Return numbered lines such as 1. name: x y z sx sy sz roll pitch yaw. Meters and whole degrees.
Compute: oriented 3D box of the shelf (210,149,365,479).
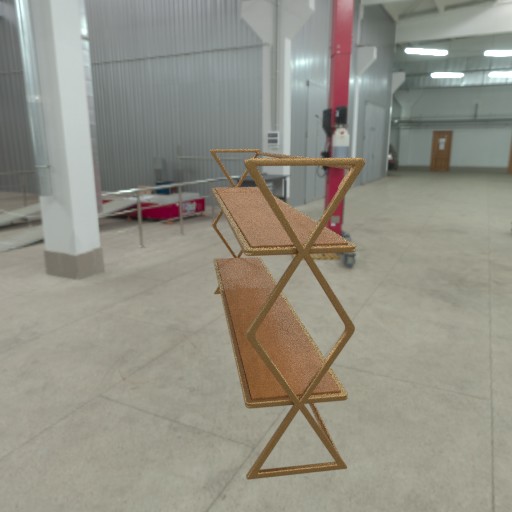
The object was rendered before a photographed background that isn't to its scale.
1. shelf: 0.000 0.000 0.984 0.150 0.450 0.822 -2 14 -8
